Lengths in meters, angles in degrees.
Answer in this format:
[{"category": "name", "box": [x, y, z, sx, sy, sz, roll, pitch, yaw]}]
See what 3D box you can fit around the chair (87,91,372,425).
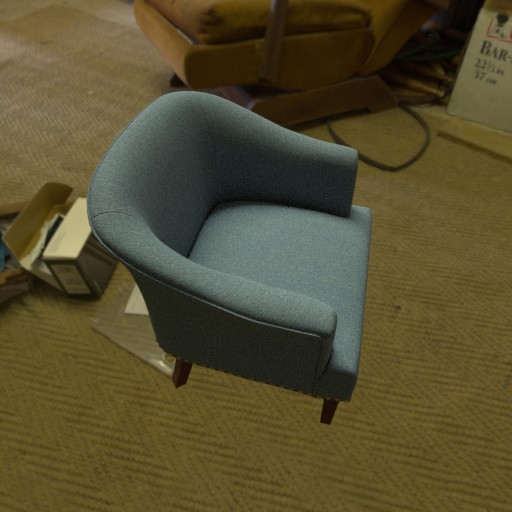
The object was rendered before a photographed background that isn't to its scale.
[{"category": "chair", "box": [0.000, 0.000, 1.393, 0.704, 0.815, 0.772, 10, 47, 9]}]
